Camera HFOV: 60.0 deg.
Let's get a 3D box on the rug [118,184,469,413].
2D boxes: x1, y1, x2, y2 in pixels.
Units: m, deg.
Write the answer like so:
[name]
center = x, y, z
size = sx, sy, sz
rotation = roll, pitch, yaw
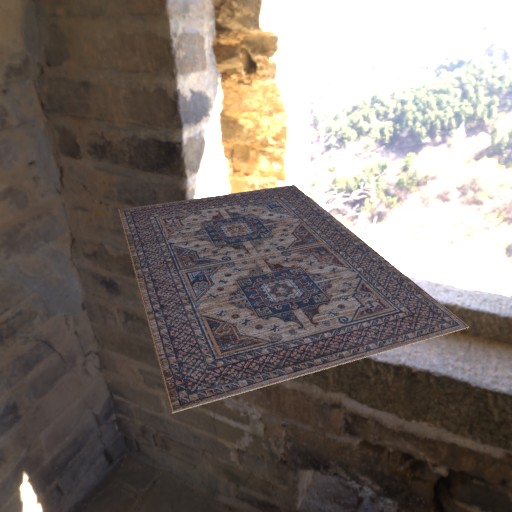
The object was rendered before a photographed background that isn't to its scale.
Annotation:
[rug]
center = 0.000, 0.000, 3.034
size = 1.611, 0.008, 2.227
rotation = -11, 32, -18
